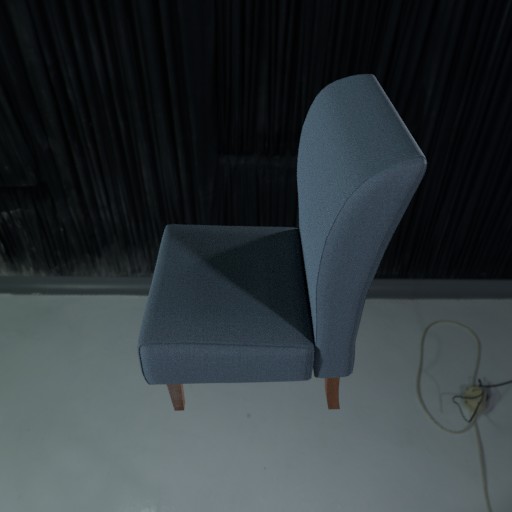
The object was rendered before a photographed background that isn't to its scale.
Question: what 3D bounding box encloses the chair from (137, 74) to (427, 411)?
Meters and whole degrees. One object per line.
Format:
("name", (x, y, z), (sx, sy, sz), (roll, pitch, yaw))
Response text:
("chair", (0.000, 0.000, 1.175), (0.592, 0.804, 0.513), (-1, 41, -1))
